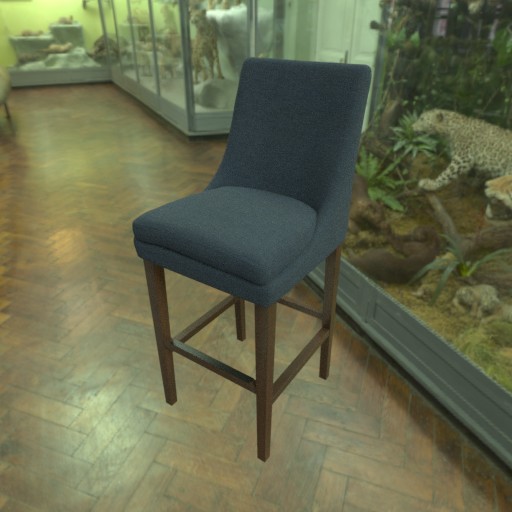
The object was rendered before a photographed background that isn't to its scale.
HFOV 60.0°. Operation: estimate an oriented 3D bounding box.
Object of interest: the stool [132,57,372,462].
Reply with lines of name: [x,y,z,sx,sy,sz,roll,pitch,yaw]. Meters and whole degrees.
stool: [0.000,0.000,1.376,0.470,1.078,0.577,19,34,30]
